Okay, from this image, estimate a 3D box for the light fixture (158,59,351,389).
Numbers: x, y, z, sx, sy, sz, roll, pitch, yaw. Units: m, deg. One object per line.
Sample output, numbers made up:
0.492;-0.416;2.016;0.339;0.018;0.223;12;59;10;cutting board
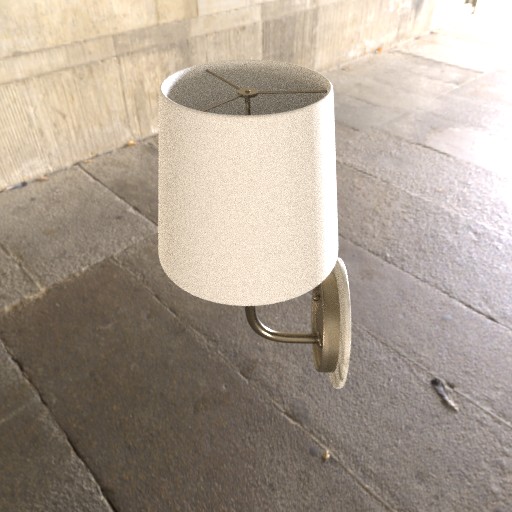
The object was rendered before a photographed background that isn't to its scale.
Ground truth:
0.000;0.000;0.442;0.188;0.337;0.168;1;40;1;light fixture
